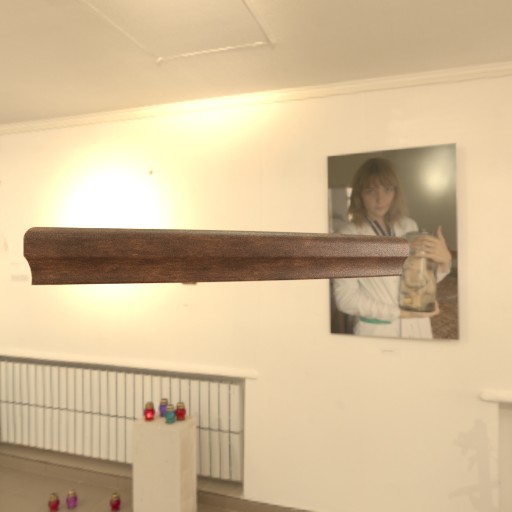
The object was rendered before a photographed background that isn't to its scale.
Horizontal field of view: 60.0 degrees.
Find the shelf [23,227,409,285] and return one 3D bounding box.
[{"bbox_3d":[0.000,0.000,0.468,0.310,0.050,0.310,0,0,18],"label":"shelf"}]
